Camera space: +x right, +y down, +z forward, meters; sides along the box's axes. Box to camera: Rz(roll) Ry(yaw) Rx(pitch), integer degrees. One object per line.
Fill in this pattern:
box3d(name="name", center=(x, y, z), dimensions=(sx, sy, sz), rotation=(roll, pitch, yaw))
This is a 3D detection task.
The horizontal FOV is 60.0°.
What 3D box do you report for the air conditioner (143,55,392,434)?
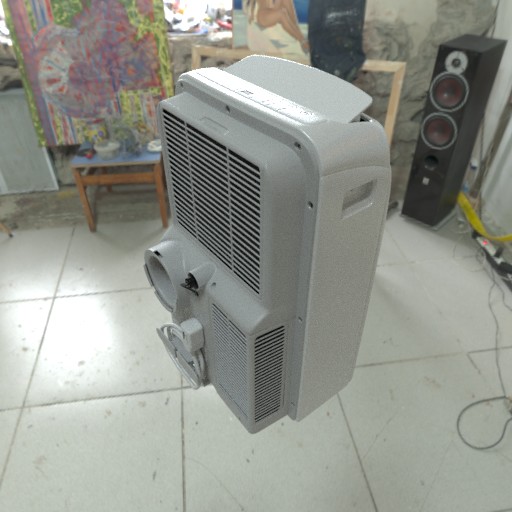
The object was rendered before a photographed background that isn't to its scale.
box3d(name="air conditioner", center=(0.000, 0.000, 1.031), dimensions=(0.414, 0.786, 0.449), rotation=(-26, 46, -28))
